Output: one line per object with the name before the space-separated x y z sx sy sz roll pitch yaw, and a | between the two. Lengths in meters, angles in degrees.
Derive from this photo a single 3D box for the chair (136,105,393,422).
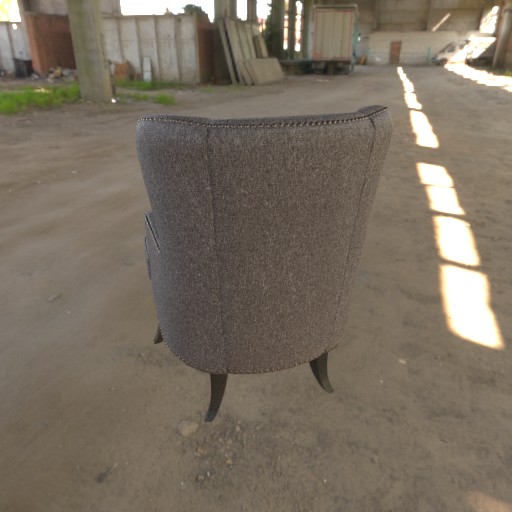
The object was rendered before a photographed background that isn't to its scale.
chair | 0.000 0.000 1.596 0.759 1.060 0.758 -8 27 -16
